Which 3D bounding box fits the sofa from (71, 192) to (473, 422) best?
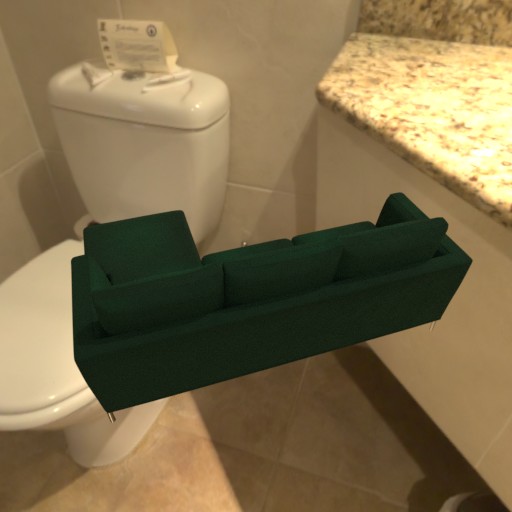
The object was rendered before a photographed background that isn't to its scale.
[{"bbox_3d":[0.000,0.000,3.214,2.441,1.007,1.489,-12,43,-14],"label":"sofa"}]
